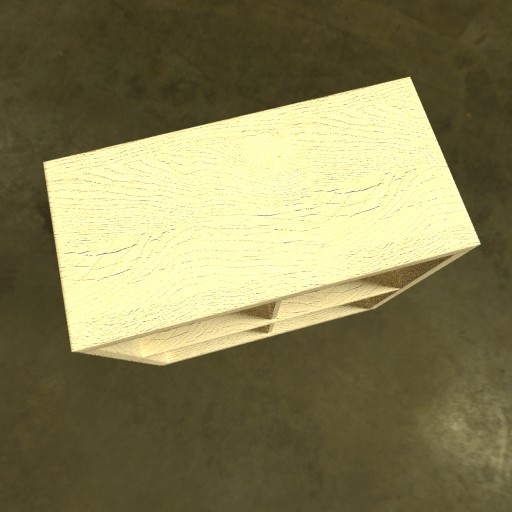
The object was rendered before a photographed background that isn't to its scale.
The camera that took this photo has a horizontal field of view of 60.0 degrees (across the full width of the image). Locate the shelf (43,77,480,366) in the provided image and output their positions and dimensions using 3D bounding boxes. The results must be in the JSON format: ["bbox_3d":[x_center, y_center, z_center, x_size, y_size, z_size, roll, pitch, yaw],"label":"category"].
[{"bbox_3d":[0.000,0.000,1.254,0.790,0.786,0.390,-14,75,-4],"label":"shelf"}]
